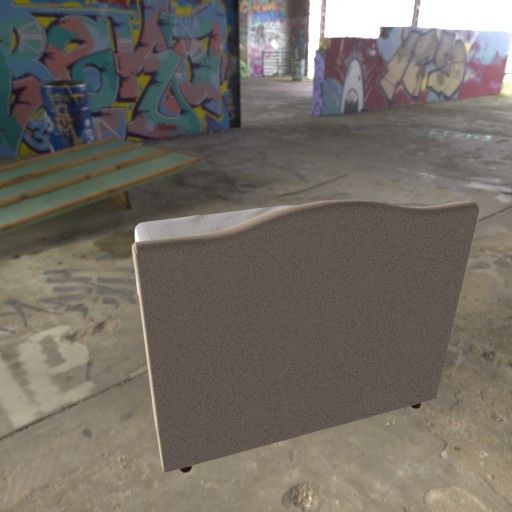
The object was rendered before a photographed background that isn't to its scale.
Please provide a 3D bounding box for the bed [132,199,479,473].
[{"bbox_3d":[0.000,0.000,3.212,1.753,1.460,2.143,-8,27,-17],"label":"bed"}]
